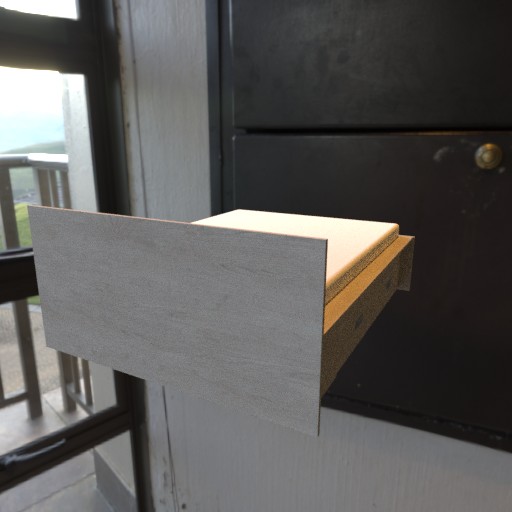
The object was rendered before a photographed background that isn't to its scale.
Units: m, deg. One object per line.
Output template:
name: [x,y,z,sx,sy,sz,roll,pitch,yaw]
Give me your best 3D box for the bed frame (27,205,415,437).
bed frame: [0.000,0.000,2.846,1.622,0.800,1.960,8,17,27]
